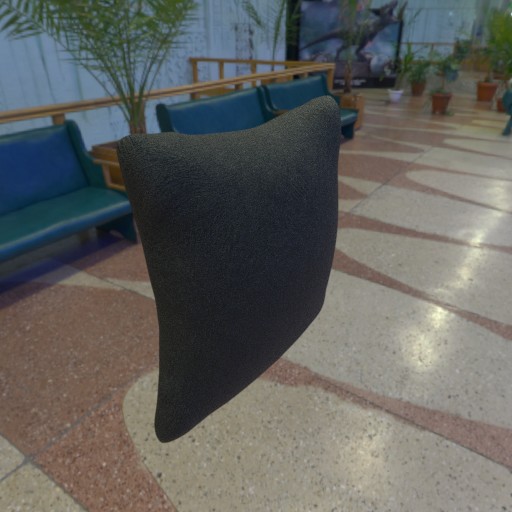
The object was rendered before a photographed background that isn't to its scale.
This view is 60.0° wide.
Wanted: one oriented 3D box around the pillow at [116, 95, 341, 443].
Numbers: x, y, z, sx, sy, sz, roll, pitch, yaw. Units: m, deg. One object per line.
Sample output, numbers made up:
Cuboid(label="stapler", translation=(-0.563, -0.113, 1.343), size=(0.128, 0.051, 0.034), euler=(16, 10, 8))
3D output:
Cuboid(label="pillow", translation=(0.000, 0.000, 0.817), size=(0.210, 0.523, 0.533), euler=(19, 33, 32))
